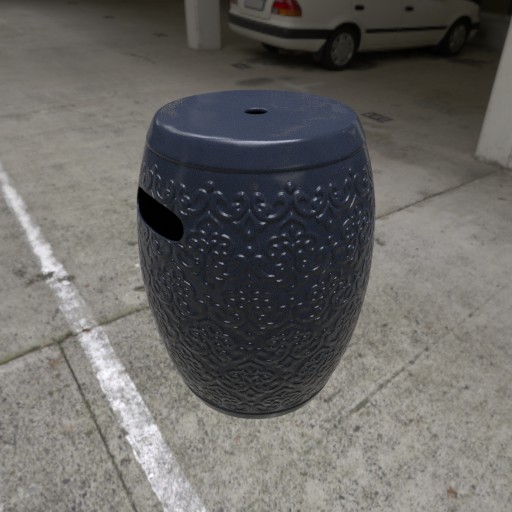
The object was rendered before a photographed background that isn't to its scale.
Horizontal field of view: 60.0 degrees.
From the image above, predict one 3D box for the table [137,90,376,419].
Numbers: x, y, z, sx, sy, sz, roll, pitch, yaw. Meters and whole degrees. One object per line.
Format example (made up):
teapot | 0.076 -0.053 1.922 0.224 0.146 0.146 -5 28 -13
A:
table | 0.000 0.000 0.613 0.309 0.397 0.309 0 32 0
